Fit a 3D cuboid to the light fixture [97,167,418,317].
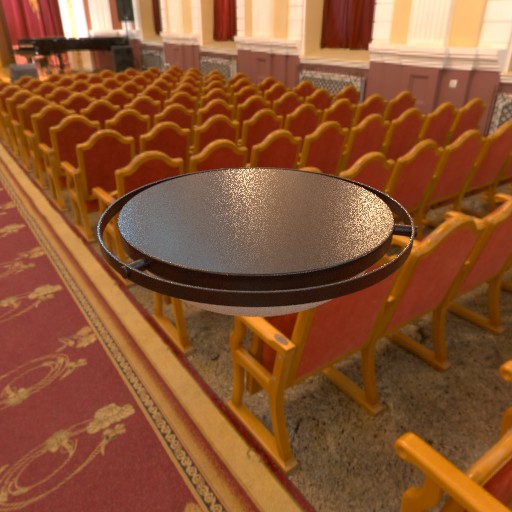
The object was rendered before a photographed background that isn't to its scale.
[{"bbox_3d":[0.000,0.000,0.555,0.361,0.130,0.361,0,28,0],"label":"light fixture"}]
